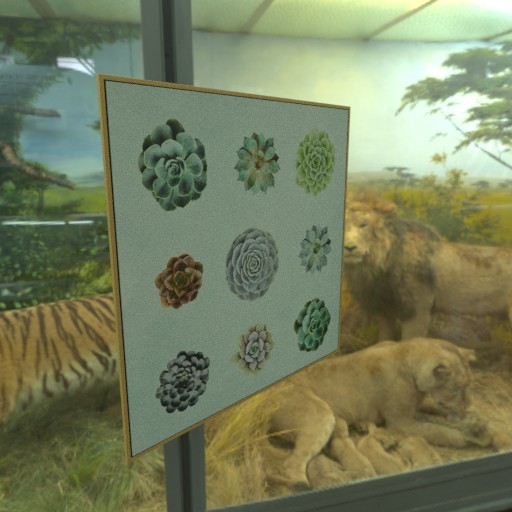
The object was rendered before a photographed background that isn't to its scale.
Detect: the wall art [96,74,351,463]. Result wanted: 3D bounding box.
[{"bbox_3d":[0.000,0.000,1.392,0.962,0.959,0.013,-13,18,-44],"label":"wall art"}]
